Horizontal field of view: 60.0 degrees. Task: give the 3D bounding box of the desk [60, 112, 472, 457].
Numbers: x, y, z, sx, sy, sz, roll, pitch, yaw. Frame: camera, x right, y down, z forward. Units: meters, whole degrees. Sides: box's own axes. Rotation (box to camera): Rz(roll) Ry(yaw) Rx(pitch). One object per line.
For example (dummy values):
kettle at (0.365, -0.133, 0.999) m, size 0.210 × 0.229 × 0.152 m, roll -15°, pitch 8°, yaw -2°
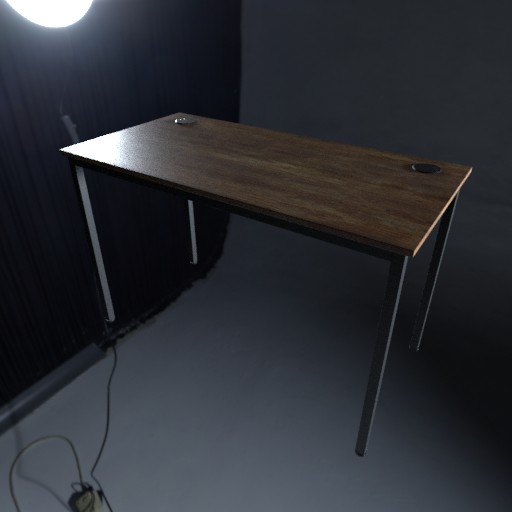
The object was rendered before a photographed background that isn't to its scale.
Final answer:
desk at (0.000, 0.000, 1.626) m, size 1.200 × 0.749 × 0.600 m, roll 19°, pitch 37°, yaw 28°
